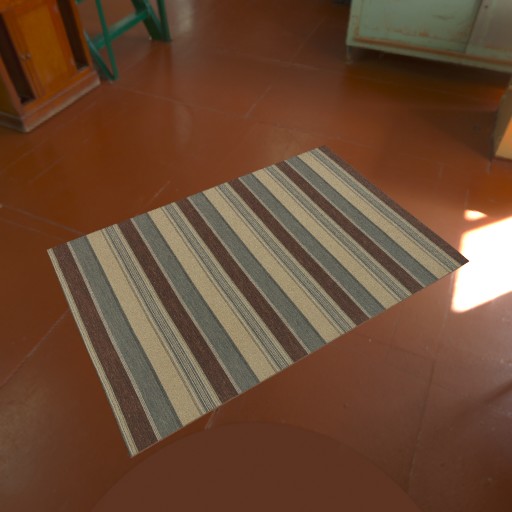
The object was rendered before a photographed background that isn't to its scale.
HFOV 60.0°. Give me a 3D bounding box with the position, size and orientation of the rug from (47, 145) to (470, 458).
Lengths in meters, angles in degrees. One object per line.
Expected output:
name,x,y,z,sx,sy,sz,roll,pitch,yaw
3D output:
rug,0.000,0.000,2.290,1.829,0.008,1.219,-25,52,-21
